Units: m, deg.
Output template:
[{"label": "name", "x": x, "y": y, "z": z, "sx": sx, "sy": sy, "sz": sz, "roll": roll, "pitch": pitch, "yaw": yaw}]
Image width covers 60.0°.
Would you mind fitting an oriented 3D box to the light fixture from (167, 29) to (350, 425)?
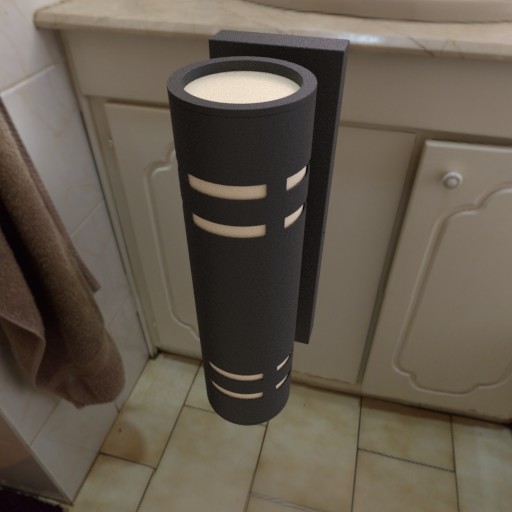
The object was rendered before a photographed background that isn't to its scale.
[{"label": "light fixture", "x": 0.000, "y": 0.000, "z": 0.397, "sx": 0.105, "sy": 0.330, "sz": 0.149, "roll": 11, "pitch": 42, "yaw": 12}]
